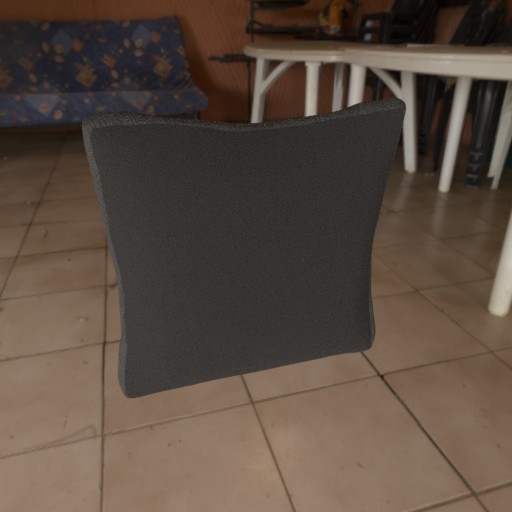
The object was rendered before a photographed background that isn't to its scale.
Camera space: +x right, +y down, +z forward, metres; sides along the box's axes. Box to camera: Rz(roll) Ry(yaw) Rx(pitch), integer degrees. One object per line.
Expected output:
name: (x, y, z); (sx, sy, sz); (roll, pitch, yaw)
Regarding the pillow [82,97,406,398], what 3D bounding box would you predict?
pillow: (0.000, 0.000, 0.794); (0.533, 0.523, 0.210); (-8, 28, -16)
